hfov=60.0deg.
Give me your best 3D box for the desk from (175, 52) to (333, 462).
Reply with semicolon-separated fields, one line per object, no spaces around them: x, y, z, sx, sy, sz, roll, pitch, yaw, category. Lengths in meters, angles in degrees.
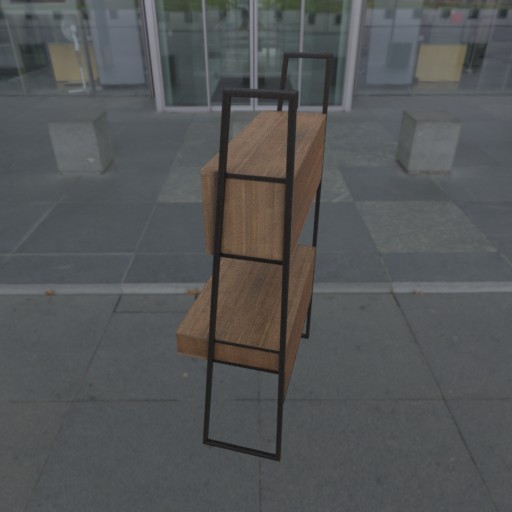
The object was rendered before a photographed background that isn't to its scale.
0.000;0.000;2.260;0.515;1.809;0.982;8;32;12;desk
